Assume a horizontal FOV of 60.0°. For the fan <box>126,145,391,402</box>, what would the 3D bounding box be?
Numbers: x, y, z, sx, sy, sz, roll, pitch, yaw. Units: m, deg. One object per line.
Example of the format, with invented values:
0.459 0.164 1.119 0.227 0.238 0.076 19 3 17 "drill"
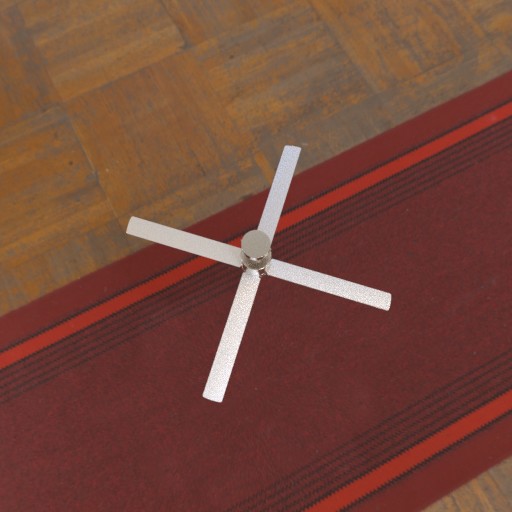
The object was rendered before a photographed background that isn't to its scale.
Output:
0.000 0.000 2.030 1.322 0.355 1.322 17 74 5 "fan"
